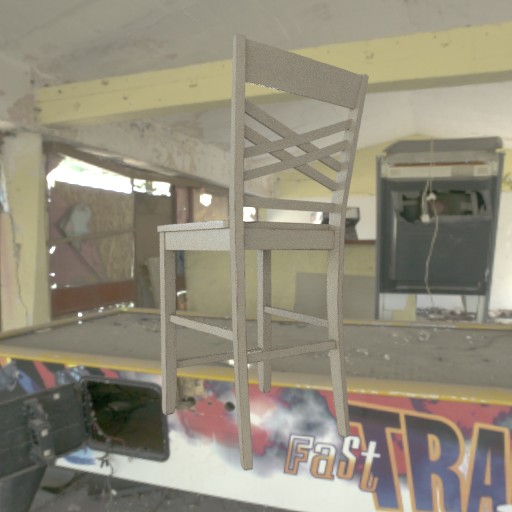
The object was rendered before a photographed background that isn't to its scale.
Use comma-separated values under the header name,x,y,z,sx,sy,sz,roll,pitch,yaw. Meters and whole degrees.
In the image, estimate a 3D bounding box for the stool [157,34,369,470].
name,x,y,z,sx,sy,sz,roll,pitch,yaw
stool,0.000,0.000,1.404,0.462,1.079,0.539,-1,1,-34
